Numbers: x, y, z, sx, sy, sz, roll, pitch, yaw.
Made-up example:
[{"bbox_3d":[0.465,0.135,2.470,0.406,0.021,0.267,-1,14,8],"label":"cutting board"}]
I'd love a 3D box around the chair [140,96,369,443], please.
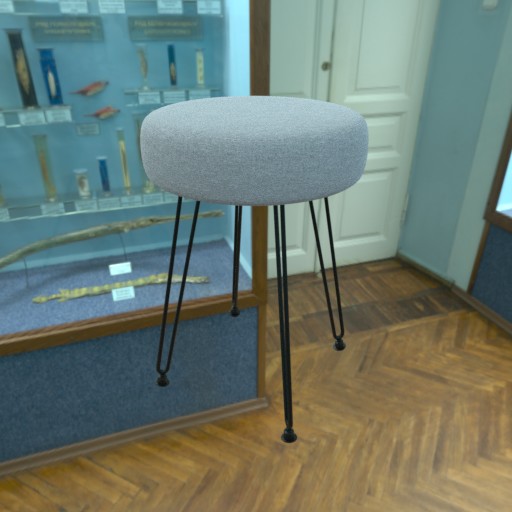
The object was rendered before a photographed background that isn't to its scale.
[{"bbox_3d":[0.000,0.000,0.683,0.350,0.440,0.350,-8,29,-15],"label":"chair"}]
